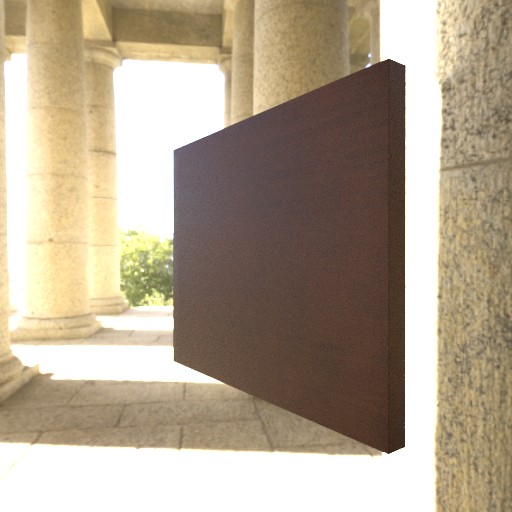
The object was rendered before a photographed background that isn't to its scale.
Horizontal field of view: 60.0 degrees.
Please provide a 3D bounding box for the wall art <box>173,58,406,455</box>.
[{"bbox_3d":[0.000,0.000,0.744,0.033,0.457,0.558,0,0,-37],"label":"wall art"}]
